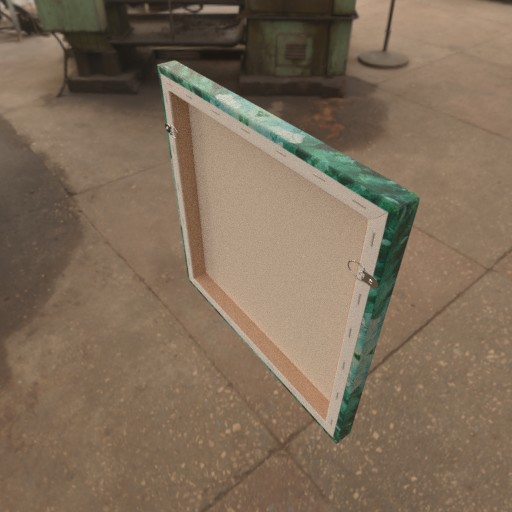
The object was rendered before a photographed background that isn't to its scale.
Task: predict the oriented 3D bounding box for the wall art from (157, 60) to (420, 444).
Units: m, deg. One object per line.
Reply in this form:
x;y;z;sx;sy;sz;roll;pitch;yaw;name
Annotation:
0.000;0.000;0.759;0.038;0.508;0.507;-27;48;-27;wall art
